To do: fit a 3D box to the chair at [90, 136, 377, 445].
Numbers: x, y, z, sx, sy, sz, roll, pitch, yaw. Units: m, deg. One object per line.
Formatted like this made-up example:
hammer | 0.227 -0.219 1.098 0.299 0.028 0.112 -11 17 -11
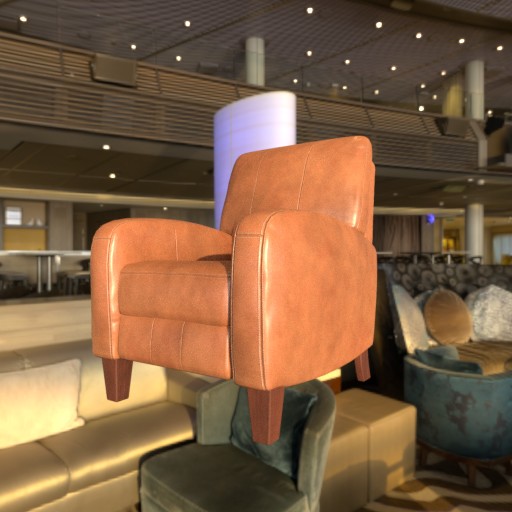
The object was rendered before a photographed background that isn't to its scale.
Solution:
chair | 0.000 0.000 1.693 0.762 0.990 0.990 0 0 34
